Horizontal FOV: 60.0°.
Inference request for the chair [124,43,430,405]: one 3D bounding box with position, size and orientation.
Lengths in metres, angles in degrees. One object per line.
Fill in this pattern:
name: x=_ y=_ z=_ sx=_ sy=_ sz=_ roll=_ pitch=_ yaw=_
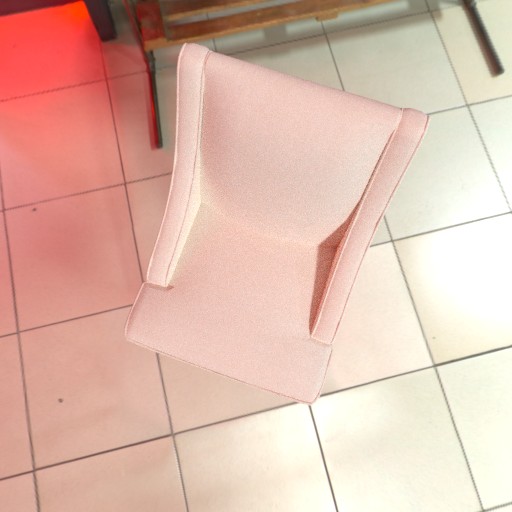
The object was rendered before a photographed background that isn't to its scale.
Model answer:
chair: x=0.000 y=0.000 z=1.476 sx=0.689 sy=0.886 sz=0.806 roll=19 pitch=77 yaw=4
